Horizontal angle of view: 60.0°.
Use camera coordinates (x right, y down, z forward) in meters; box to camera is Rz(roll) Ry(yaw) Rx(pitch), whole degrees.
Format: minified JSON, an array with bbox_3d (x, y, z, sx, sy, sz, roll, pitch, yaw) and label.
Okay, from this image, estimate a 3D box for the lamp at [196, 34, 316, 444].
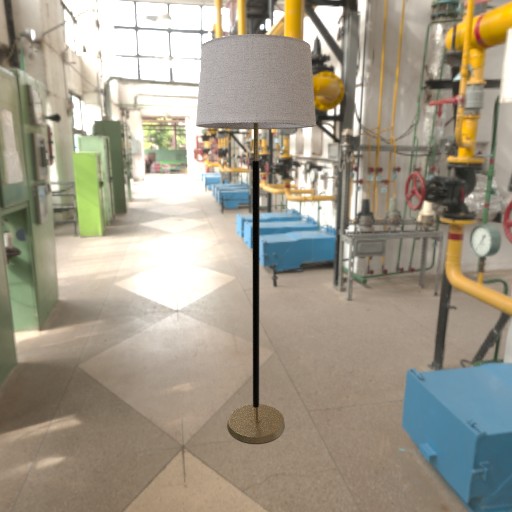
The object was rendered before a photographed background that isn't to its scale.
[{"bbox_3d":[0.000,0.000,1.668,0.420,1.447,0.420,0,13,0],"label":"lamp"}]
